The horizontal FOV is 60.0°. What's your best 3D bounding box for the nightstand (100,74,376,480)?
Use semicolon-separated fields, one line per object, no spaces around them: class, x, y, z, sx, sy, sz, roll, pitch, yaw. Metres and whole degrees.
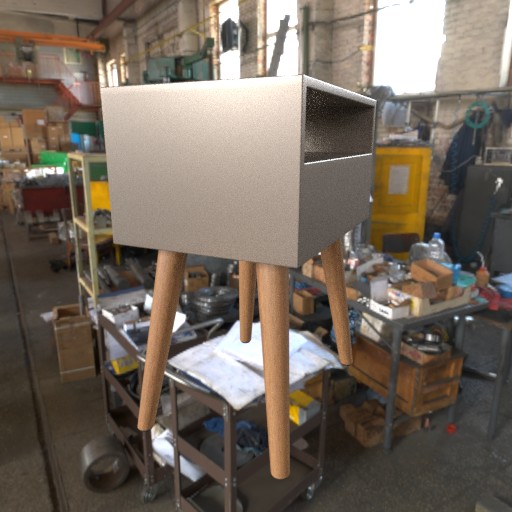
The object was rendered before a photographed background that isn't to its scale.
nightstand;0.000;0.000;0.740;0.288;0.508;0.370;7;17;25
